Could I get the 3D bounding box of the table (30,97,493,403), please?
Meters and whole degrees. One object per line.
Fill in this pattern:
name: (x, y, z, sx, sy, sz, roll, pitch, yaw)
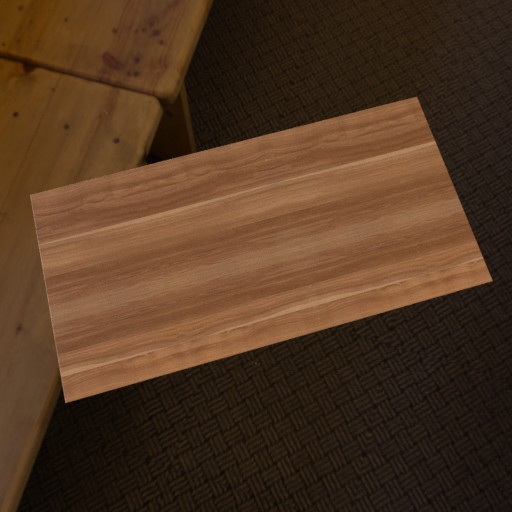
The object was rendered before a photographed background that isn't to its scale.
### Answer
table: (0.000, 0.000, 2.479, 2.000, 0.770, 1.000, -15, 77, -4)
